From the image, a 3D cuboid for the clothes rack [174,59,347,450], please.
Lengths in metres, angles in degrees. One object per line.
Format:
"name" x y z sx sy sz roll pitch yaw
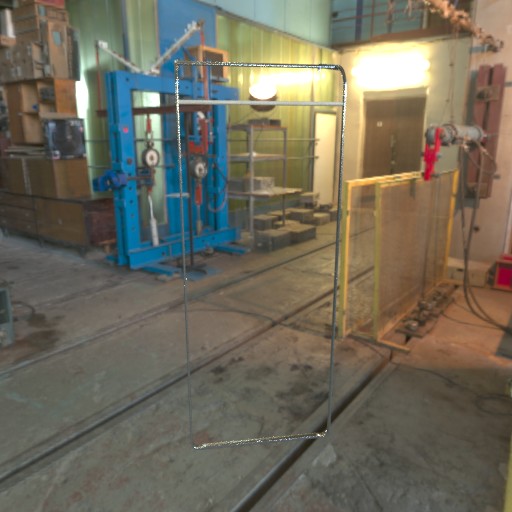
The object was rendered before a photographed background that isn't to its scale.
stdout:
"clothes rack" 0.000 0.000 1.866 0.609 1.574 0.349 -2 15 -8
